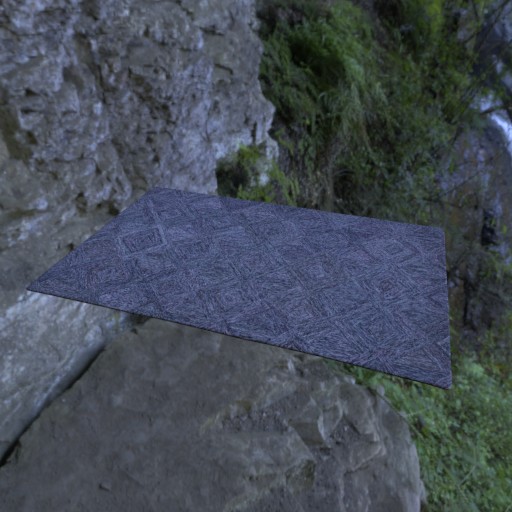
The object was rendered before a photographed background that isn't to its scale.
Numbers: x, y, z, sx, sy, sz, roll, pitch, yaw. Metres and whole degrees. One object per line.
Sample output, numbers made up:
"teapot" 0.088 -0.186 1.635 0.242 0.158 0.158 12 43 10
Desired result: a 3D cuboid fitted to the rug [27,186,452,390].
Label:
"rug" 0.000 0.000 2.159 1.752 0.013 1.158 10 34 15
